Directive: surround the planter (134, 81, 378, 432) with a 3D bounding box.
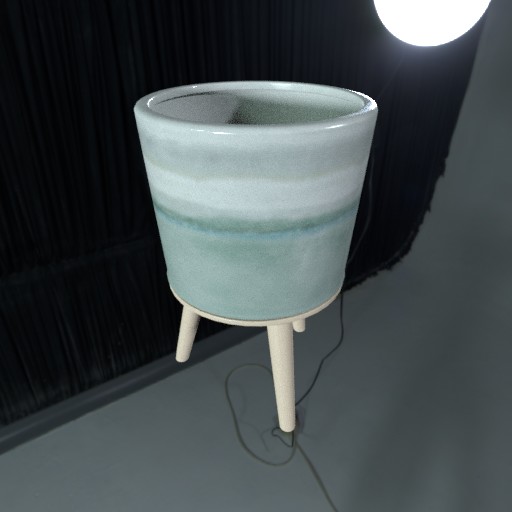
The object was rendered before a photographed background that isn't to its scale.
[{"bbox_3d":[0.000,0.000,0.593,0.265,0.404,0.265,-21,36,-32],"label":"planter"}]
